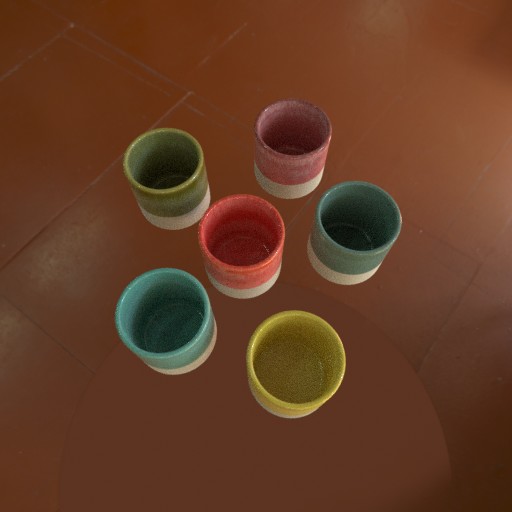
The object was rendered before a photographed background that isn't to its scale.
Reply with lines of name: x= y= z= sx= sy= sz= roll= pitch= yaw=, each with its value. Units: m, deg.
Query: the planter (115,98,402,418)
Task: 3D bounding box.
planter: x=0.000 y=0.000 z=0.410 sx=0.257 sy=0.075 sz=0.286 roll=-18 pitch=66 yaw=-8
